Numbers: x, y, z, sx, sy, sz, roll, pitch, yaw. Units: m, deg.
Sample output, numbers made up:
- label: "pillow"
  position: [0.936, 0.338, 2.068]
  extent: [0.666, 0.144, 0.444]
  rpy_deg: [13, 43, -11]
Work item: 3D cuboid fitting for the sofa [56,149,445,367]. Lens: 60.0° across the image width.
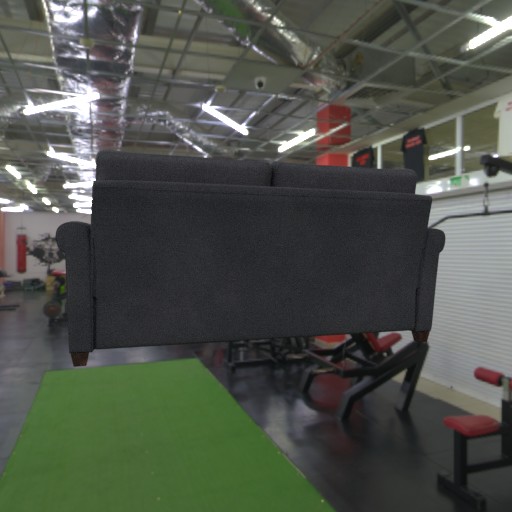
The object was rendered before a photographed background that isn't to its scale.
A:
- label: "sofa"
  position: [0.000, 0.000, 2.415]
  extent: [1.935, 0.942, 0.842]
  rpy_deg: [0, 0, -17]
